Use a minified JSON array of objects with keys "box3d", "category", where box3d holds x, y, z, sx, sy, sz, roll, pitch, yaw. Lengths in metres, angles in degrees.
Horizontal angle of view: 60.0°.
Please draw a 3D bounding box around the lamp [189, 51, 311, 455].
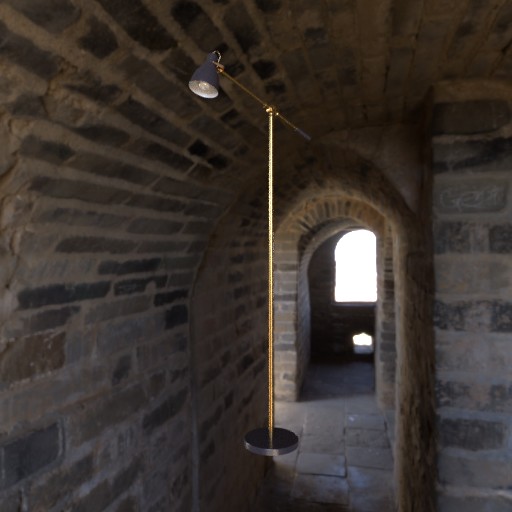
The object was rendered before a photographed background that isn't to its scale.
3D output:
[{"box3d":[0.000,0.000,1.874,0.618,1.628,0.235,0,0,-36],"category":"lamp"}]
